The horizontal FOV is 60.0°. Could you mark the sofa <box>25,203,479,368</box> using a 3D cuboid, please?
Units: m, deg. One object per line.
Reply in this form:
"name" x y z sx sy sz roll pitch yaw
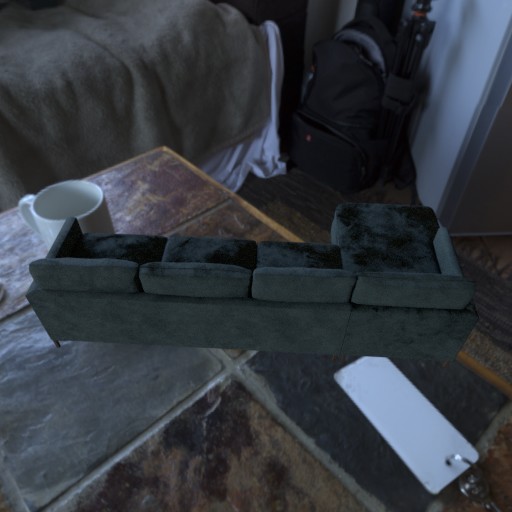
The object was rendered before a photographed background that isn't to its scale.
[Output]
"sofa" 0.000 0.000 3.936 3.400 0.967 1.500 3 46 2
